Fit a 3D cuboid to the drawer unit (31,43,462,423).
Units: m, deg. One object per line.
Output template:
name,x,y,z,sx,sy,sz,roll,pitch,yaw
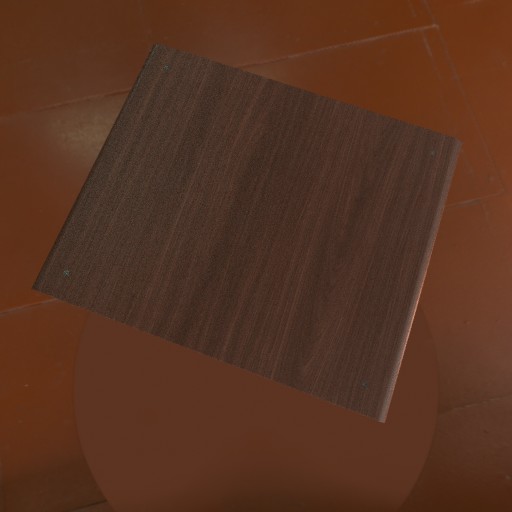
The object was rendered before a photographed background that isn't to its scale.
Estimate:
drawer unit,0.000,0.000,0.604,0.349,0.351,0.290,20,76,5
